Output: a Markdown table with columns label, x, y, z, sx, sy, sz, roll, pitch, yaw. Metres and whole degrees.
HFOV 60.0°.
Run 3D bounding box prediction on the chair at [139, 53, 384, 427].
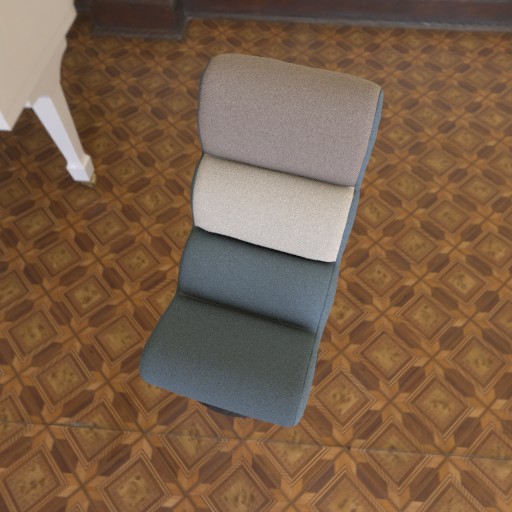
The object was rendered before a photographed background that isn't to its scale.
| label | x | y | z | sx | sy | sz | roll | pitch | yaw |
| --- | --- | --- | --- | --- | --- | --- | --- | --- | --- |
| chair | 0.000 | 0.000 | 1.073 | 0.420 | 0.641 | 0.661 | 14 | 59 | 9 |
